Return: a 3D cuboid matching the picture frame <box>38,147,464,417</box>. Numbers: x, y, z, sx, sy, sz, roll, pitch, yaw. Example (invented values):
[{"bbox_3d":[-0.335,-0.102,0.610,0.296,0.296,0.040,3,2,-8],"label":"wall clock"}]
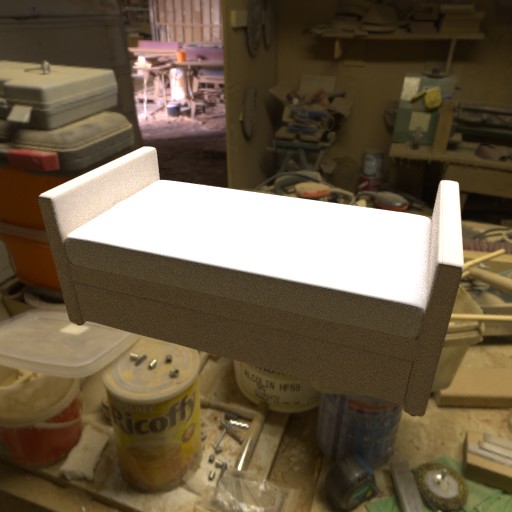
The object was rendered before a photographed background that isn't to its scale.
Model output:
[{"bbox_3d":[0.000,0.000,2.727,2.161,0.891,1.069,10,31,18],"label":"picture frame"}]
